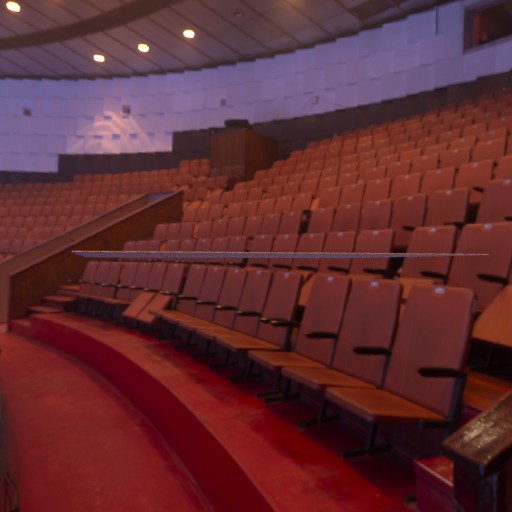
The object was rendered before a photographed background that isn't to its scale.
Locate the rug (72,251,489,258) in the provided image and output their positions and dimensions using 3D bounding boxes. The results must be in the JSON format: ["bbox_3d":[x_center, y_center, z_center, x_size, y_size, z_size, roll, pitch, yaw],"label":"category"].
[{"bbox_3d":[0.000,0.000,4.119,3.037,0.011,2.433,0,-1,-20],"label":"rug"}]
